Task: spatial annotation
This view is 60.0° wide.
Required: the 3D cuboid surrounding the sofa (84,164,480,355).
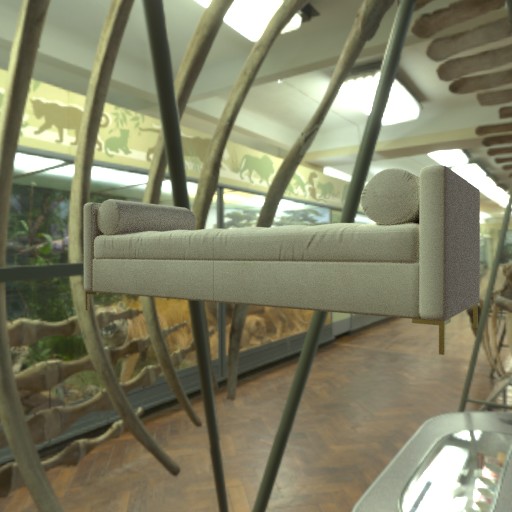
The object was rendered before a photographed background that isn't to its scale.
[{"bbox_3d":[0.000,0.000,2.278,1.981,0.635,0.686,0,0,35],"label":"sofa"}]
